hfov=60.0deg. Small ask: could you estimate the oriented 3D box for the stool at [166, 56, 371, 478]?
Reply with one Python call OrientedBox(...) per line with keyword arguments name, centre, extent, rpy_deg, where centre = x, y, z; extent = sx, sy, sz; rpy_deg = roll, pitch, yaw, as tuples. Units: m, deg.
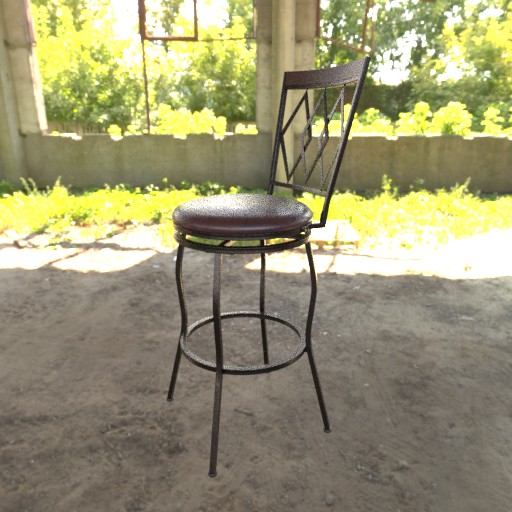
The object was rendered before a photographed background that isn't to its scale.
OrientedBox(name="stool", centre=(0.000, 0.000, 1.392), extent=(0.521, 1.134, 0.432), rpy_deg=(-9, 19, -27))
